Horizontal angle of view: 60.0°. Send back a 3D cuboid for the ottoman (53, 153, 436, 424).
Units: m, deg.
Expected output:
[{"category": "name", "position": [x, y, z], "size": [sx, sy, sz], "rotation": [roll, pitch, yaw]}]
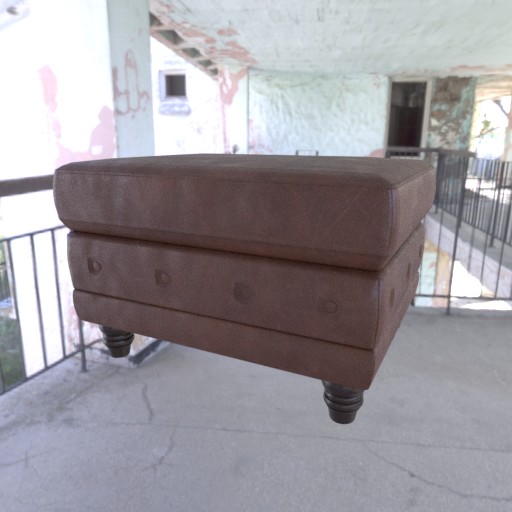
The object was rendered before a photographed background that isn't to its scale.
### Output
[{"category": "ottoman", "position": [0.000, 0.000, 1.161], "size": [0.795, 0.509, 0.588], "rotation": [8, 17, 26]}]
